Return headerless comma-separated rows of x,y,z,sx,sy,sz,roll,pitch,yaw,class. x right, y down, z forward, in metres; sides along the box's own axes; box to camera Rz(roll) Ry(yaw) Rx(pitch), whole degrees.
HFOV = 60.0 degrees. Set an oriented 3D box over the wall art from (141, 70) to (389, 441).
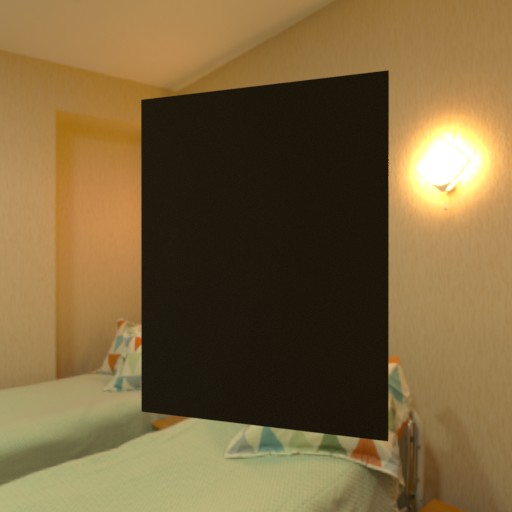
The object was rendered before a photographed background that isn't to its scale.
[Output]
0.000,0.000,1.407,0.806,1.062,0.038,0,0,17,wall art
